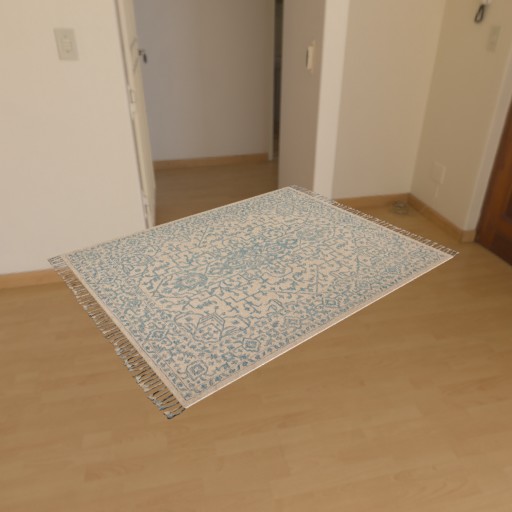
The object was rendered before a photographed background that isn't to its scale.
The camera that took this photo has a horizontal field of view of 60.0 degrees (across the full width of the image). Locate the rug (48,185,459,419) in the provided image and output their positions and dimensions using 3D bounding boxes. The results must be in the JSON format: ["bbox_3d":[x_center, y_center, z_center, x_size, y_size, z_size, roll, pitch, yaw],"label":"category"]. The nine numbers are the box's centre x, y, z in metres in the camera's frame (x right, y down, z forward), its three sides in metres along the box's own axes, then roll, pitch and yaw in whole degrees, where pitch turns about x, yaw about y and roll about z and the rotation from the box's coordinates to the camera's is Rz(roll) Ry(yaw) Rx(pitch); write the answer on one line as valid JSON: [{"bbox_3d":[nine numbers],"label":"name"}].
[{"bbox_3d":[0.000,0.000,4.385,3.327,0.010,2.464,-21,36,-33],"label":"rug"}]
